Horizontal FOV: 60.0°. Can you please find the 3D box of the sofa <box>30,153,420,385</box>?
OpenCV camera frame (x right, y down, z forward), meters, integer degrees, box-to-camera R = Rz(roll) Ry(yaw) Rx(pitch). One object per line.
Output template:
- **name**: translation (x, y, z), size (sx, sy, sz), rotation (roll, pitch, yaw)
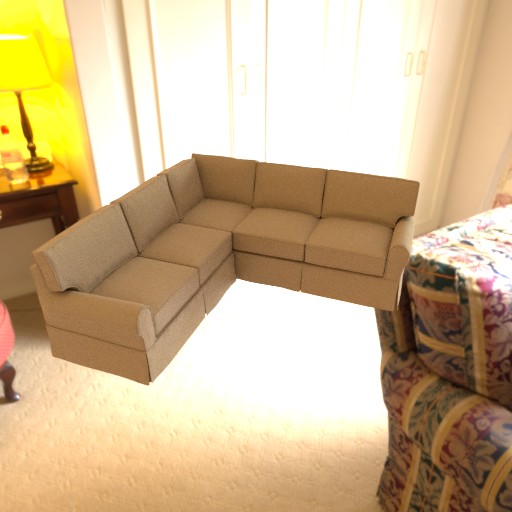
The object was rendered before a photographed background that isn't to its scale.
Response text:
- **sofa**: translation (0.000, 0.000, 4.191), size (2.733, 1.124, 2.730), rotation (10, 31, 18)
